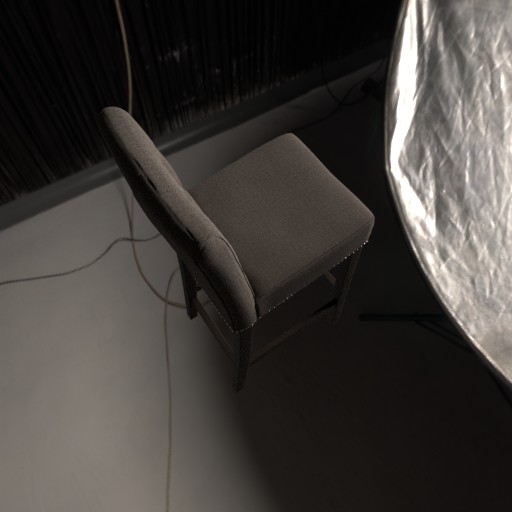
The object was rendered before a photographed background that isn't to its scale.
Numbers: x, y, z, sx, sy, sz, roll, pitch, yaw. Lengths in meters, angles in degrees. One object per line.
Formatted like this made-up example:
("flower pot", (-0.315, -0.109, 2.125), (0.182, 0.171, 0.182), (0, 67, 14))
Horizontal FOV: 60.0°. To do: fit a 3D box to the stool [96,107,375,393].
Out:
("stool", (0.000, 0.000, 1.313), (0.548, 1.047, 0.411), (-30, 64, -17))
